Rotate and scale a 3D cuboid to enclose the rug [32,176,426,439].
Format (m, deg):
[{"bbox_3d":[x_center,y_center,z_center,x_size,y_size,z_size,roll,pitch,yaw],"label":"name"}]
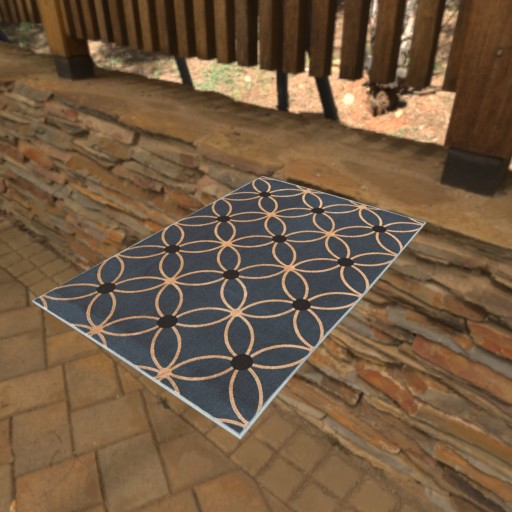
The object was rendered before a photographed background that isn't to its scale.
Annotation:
[{"bbox_3d":[0.000,0.000,2.935,1.522,0.008,2.284,21,38,30],"label":"rug"}]
